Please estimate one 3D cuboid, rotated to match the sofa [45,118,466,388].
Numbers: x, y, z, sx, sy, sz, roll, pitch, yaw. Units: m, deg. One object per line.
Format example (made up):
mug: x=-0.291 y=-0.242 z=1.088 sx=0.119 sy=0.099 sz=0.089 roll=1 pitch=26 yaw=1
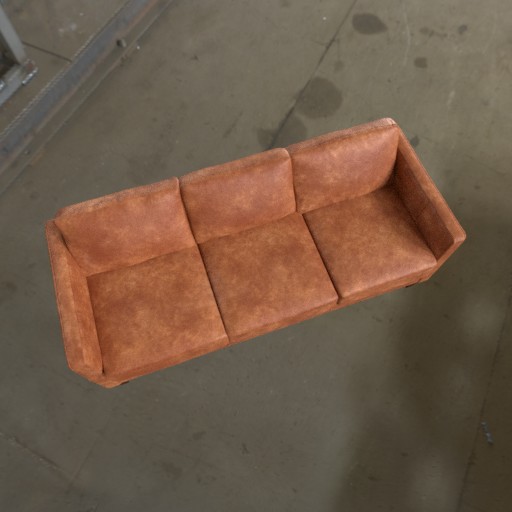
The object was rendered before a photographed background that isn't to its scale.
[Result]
sofa: x=0.000 y=0.000 z=3.005 sx=2.464 sy=1.006 sz=1.045 roll=-17 pitch=66 yaw=-8
